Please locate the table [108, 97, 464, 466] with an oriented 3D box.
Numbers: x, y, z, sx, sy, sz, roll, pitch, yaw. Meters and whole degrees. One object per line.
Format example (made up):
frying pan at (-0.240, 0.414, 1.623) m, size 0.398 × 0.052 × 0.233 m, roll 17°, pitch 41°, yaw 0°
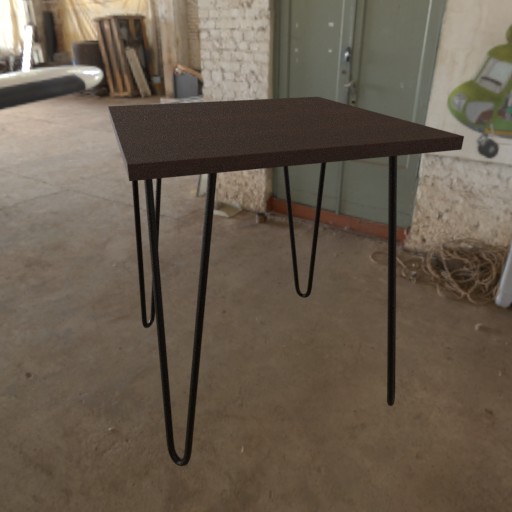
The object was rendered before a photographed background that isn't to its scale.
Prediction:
table at (0.000, 0.000, 0.932) m, size 0.495 × 0.559 × 0.495 m, roll -9°, pitch 28°, yaw -17°
